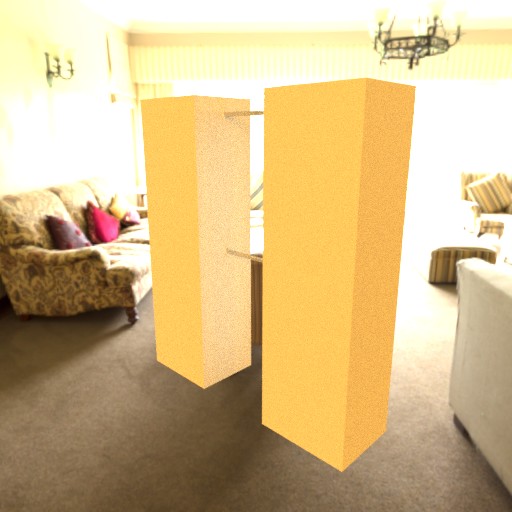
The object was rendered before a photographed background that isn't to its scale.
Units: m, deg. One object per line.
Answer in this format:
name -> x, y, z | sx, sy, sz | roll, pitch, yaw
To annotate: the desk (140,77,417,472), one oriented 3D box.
desk -> 0.000, 0.000, 2.903 | 1.770, 2.000, 0.480 | 14, 21, 42
